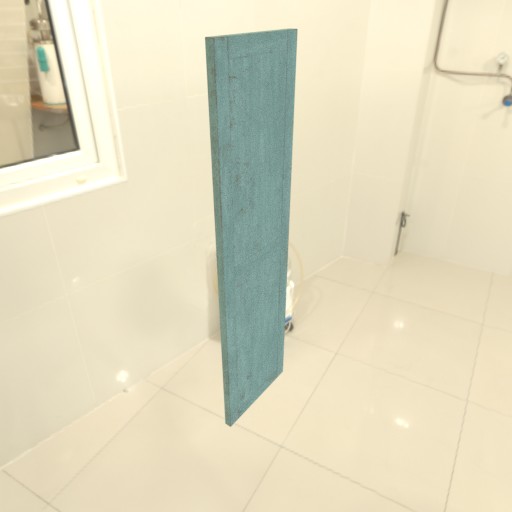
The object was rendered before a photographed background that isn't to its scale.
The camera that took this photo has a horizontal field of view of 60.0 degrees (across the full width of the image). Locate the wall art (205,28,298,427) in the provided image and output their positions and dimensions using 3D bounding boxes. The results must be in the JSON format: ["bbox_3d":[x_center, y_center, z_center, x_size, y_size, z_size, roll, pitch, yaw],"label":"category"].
[{"bbox_3d":[0.000,0.000,1.350,0.025,1.219,0.329,21,36,31],"label":"wall art"}]
